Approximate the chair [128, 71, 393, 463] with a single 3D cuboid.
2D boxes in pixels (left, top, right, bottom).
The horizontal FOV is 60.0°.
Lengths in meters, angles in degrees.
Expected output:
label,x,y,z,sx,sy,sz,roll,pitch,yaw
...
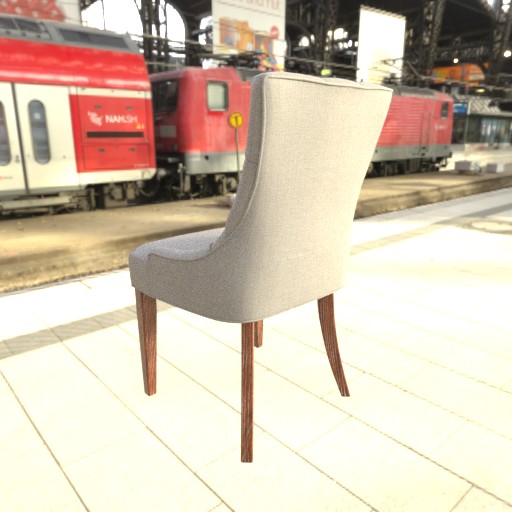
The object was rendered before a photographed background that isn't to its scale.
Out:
label,x,y,z,sx,sy,sz,roll,pitch,yaw
chair,0.000,0.000,1.216,0.509,0.874,0.565,-14,21,-41
